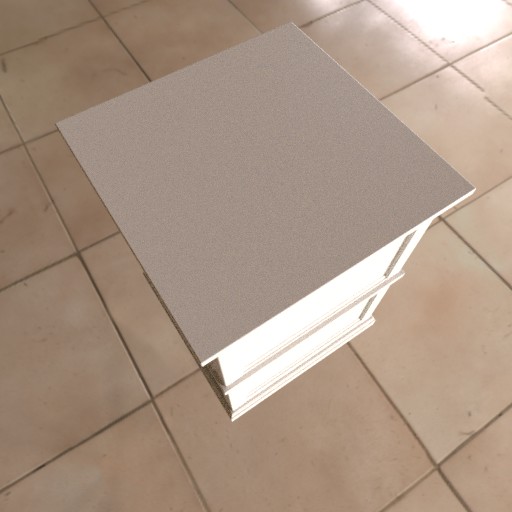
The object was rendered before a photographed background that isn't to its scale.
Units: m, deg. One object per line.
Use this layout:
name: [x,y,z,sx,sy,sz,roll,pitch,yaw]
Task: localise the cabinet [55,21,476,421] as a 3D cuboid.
cabinet: [0.000,0.000,1.136,0.547,0.775,0.544,-30,66,-15]
